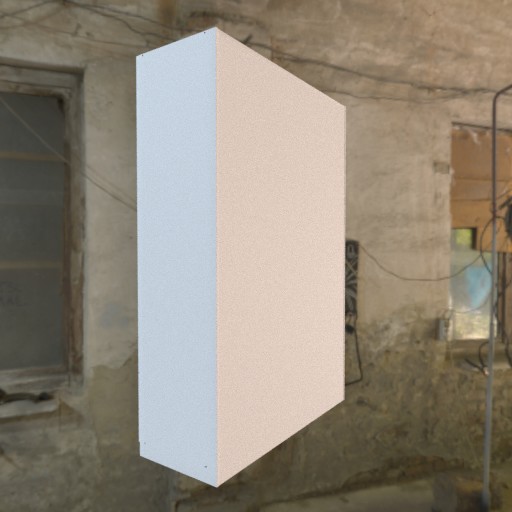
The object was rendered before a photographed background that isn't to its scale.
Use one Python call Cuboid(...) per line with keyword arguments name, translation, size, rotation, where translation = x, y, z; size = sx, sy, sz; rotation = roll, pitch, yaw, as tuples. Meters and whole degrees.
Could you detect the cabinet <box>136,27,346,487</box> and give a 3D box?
Cuboid(name="cabinet", translation=(0.000, 0.000, 2.511), size=(0.510, 1.910, 1.290), rotation=(1, 2, 35))
